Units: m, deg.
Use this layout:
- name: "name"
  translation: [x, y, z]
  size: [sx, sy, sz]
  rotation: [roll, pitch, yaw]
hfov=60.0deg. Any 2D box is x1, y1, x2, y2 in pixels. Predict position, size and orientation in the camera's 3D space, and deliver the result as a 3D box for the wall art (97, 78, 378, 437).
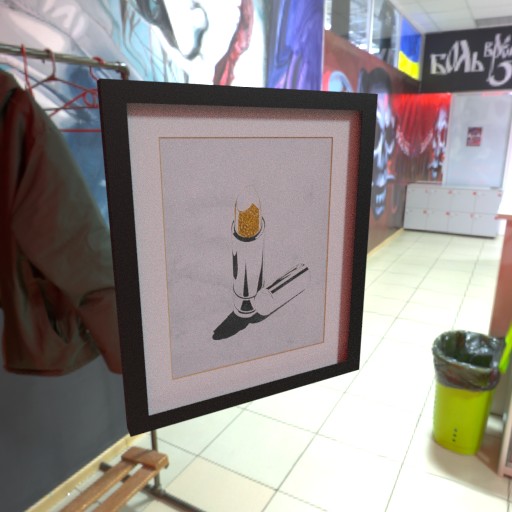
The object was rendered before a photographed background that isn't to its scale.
- name: "wall art"
  translation: [0.000, 0.000, 0.535]
  size: [0.330, 0.381, 0.019]
  rotation: [-8, 17, -26]
